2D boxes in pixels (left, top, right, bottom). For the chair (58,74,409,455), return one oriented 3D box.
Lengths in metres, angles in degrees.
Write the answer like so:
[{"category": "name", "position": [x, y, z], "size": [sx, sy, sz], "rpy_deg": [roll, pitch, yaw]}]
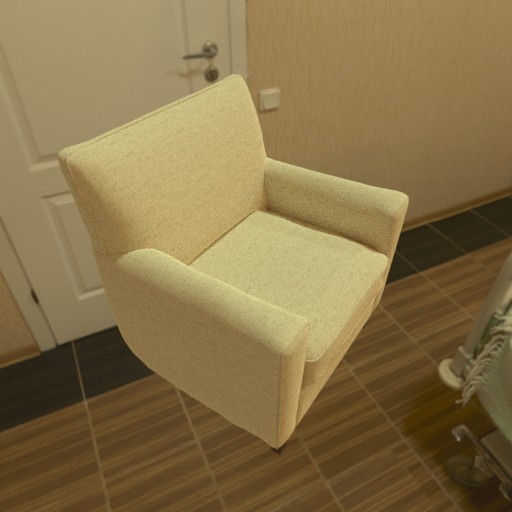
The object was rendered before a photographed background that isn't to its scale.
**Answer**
[{"category": "chair", "position": [0.000, 0.000, 1.601], "size": [0.823, 0.943, 0.870], "rpy_deg": [24, 46, 26]}]
